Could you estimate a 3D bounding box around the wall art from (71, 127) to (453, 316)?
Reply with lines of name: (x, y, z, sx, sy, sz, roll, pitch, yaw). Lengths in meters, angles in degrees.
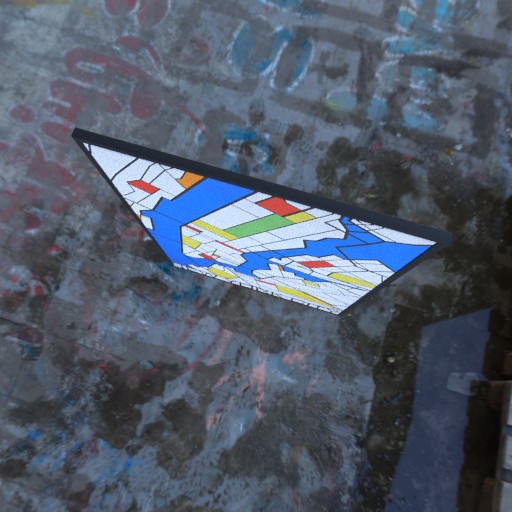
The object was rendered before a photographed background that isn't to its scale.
wall art: (0.000, 0.000, 0.834, 0.460, 0.660, 0.013, 16, 76, 4)
